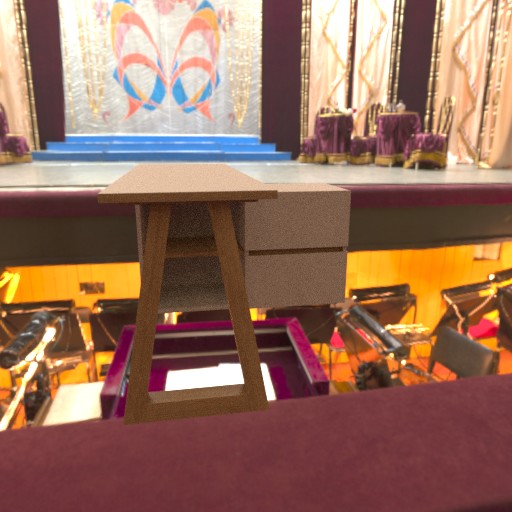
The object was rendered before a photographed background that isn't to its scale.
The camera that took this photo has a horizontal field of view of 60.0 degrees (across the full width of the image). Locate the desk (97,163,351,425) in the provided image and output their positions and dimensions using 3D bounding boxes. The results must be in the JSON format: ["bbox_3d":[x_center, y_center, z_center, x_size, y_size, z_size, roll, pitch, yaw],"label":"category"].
[{"bbox_3d":[0.000,0.000,2.025,1.098,0.755,1.404,-3,15,-10],"label":"desk"}]
